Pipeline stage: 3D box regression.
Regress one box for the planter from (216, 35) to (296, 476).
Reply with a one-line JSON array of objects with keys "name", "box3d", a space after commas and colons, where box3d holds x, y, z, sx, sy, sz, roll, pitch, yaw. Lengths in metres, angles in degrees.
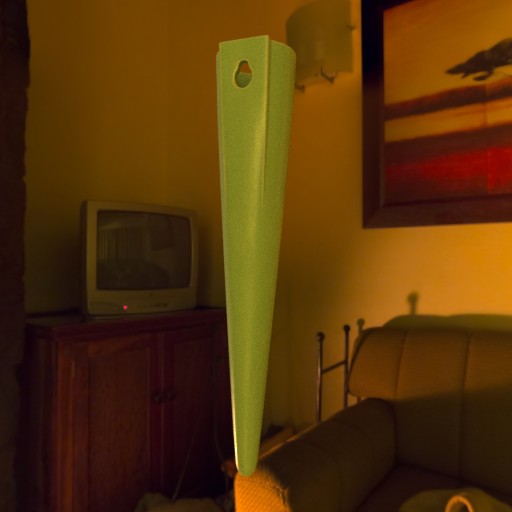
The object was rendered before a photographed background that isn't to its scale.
[{"name": "planter", "box3d": [0.000, 0.000, 0.294, 0.054, 0.268, 0.055, -1, -2, 17]}]
